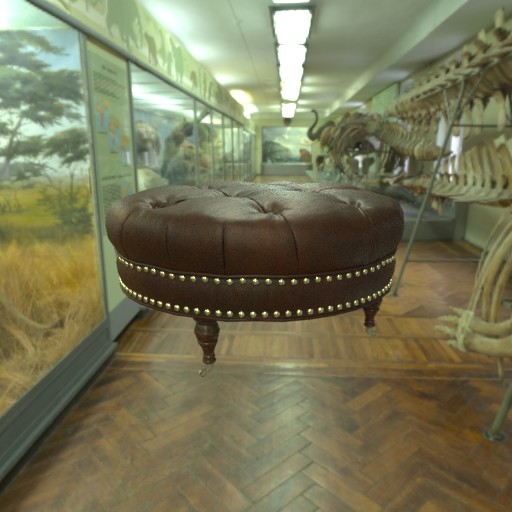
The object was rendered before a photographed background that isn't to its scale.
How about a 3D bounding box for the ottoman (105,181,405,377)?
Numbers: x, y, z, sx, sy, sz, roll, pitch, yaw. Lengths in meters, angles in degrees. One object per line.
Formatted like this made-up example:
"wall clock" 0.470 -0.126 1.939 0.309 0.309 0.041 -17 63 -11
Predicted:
"ottoman" 0.000 0.000 1.421 0.901 0.455 0.901 0 14 0
